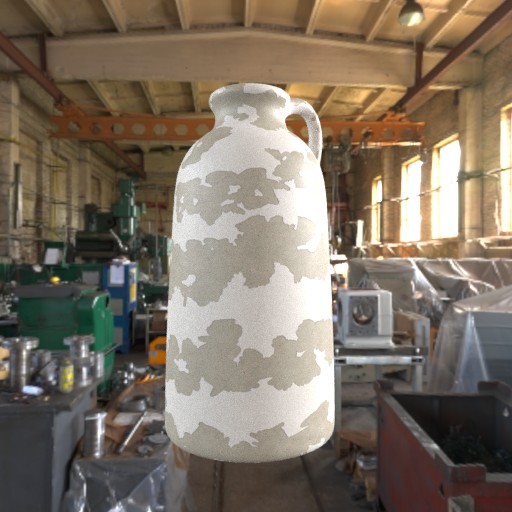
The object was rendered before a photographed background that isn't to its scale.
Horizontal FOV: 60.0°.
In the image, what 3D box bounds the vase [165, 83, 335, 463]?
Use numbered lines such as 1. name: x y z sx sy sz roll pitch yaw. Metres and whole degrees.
1. vase: 0.000 0.000 0.500 0.203 0.382 0.186 0 0 -37
